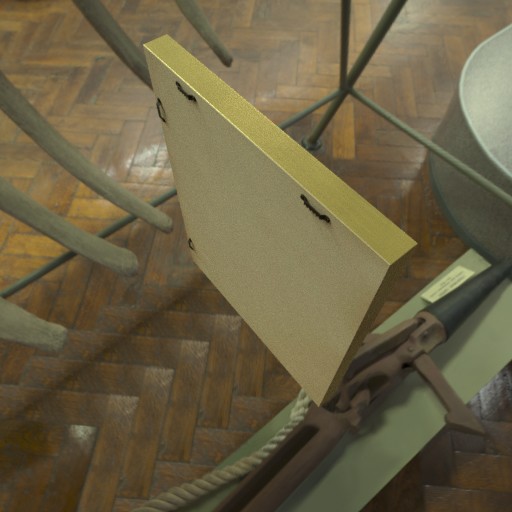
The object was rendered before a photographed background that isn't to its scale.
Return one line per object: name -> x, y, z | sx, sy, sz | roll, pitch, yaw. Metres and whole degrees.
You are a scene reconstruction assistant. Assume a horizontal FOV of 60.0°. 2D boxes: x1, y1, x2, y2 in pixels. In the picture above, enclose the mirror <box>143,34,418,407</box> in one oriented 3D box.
mirror -> 0.000, 0.000, 0.682 | 0.041, 0.508, 0.405 | -34, 64, -19
